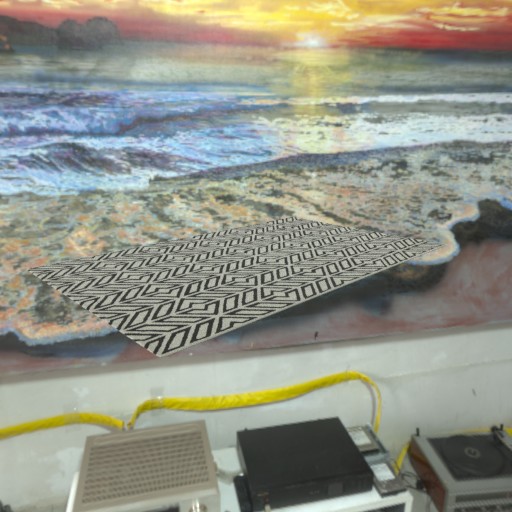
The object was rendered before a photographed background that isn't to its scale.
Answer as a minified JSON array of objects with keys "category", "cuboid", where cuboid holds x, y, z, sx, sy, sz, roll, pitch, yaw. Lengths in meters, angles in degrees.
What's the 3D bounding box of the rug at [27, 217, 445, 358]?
[{"category":"rug","cuboid":[0.000,0.000,2.990,2.438,0.008,1.523,-15,21,-42]}]
